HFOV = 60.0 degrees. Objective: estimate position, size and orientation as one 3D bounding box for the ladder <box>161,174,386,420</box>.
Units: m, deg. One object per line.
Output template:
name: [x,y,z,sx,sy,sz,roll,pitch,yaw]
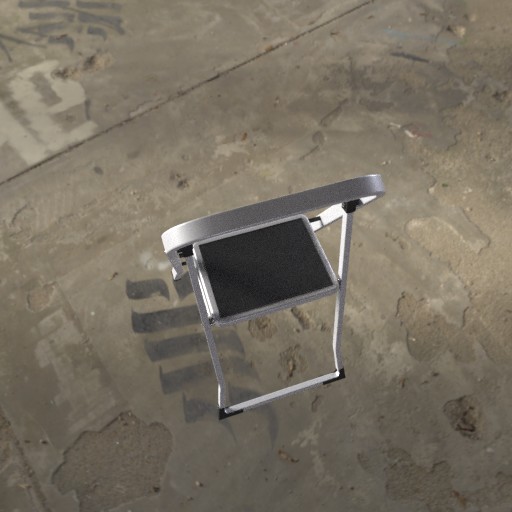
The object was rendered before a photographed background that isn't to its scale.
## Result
ladder: [0.000,0.000,1.136,0.460,0.810,0.544,-15,59,-9]
